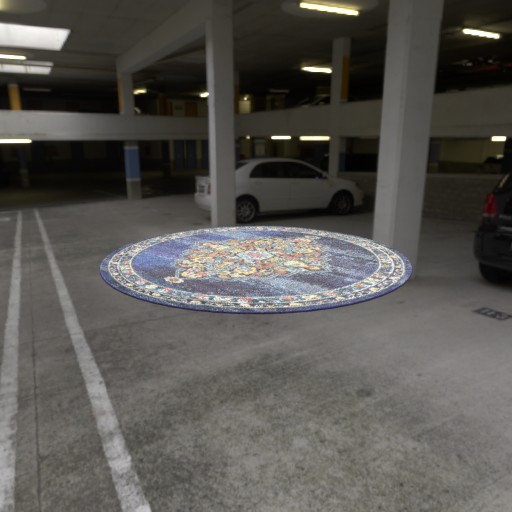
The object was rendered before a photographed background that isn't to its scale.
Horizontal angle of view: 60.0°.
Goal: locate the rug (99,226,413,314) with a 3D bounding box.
[{"bbox_3d":[0.000,0.000,2.379,1.591,0.010,1.591,0,15,0],"label":"rug"}]
